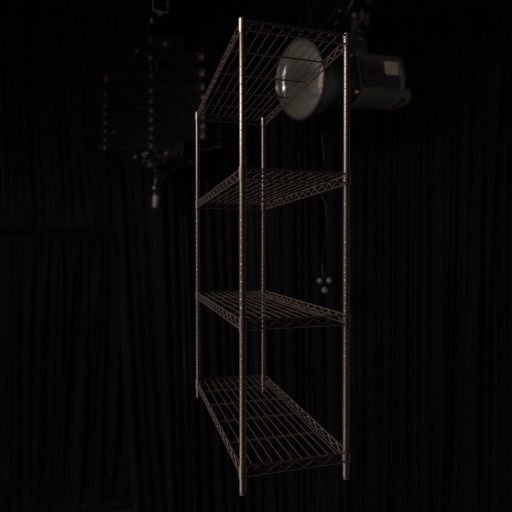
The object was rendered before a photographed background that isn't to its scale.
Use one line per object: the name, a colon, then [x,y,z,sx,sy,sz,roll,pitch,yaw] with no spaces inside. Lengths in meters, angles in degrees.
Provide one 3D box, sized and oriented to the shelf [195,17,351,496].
shelf: [0.000,0.000,1.738,0.352,1.361,0.907,0,1,-16]
